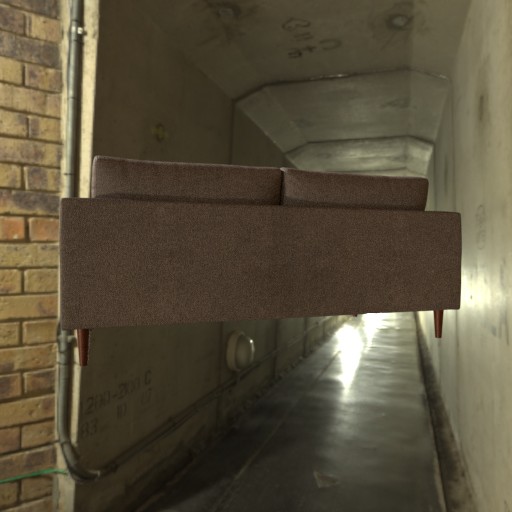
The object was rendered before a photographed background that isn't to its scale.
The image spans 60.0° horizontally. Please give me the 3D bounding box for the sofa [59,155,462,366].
[{"bbox_3d":[0.000,0.000,2.469,1.948,0.868,1.020,0,0,-19],"label":"sofa"}]
